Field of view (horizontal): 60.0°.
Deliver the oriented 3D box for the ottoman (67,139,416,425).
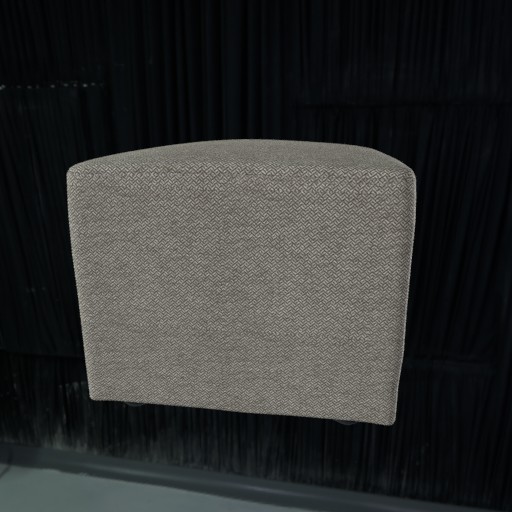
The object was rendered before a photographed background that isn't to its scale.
[{"bbox_3d":[0.000,0.000,0.902,0.512,0.453,0.519,2,17,8],"label":"ottoman"}]
